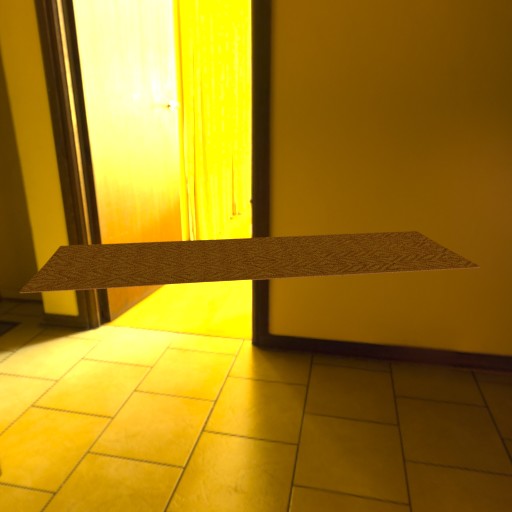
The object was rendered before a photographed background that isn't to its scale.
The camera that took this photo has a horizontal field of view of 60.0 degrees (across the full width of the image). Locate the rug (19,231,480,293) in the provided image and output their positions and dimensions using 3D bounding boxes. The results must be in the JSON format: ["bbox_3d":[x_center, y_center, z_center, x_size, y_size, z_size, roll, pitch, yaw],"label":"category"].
[{"bbox_3d":[0.000,0.000,2.668,2.435,0.009,0.750,-3,19,-8],"label":"rug"}]
